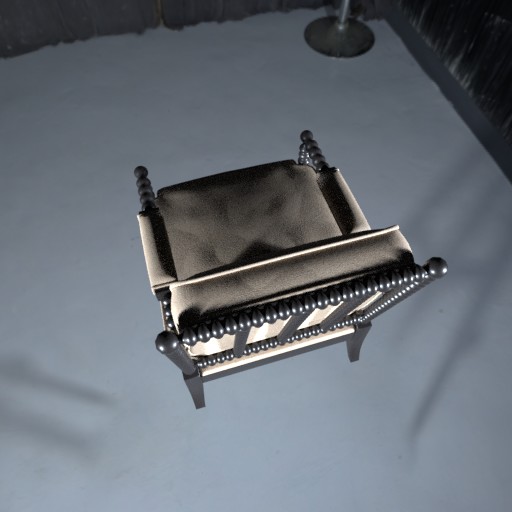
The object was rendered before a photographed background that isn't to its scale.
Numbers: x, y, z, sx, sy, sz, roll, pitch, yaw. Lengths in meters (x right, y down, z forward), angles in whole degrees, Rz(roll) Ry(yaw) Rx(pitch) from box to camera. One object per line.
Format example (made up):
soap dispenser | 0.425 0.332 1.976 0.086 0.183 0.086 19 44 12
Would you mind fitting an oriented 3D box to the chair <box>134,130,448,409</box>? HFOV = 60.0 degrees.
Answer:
chair | 0.000 0.000 1.188 0.555 0.703 0.657 -14 60 -9
